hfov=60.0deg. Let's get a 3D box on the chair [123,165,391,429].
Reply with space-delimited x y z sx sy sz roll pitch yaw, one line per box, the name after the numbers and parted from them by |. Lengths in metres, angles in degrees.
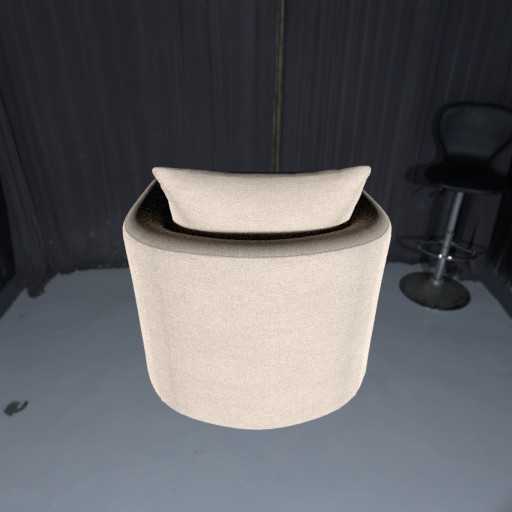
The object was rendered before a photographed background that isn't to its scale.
0.000 0.000 1.600 0.845 0.848 0.910 -1 30 -2 | chair
